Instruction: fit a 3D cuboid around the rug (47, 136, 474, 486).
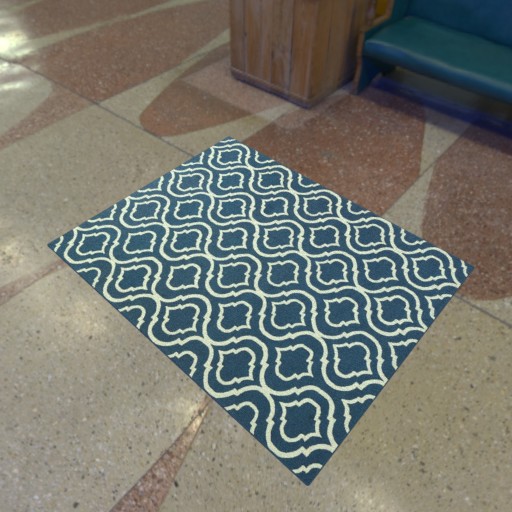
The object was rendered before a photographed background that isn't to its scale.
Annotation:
[{"bbox_3d":[0.000,0.000,3.789,2.881,0.020,2.270,34,56,27],"label":"rug"}]
